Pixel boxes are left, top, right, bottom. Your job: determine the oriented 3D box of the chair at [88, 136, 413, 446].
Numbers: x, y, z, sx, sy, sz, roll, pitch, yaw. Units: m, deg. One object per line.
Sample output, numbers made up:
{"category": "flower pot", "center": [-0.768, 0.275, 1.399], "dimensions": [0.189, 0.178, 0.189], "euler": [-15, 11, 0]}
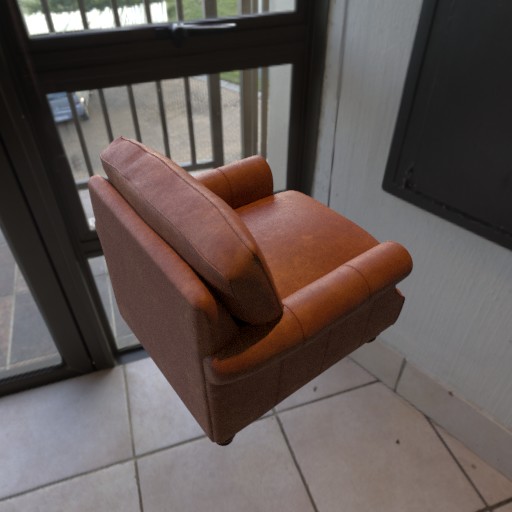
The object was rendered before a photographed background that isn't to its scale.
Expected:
{"category": "chair", "center": [0.000, 0.000, 1.779], "dimensions": [0.986, 0.962, 0.983], "euler": [-26, 47, -27]}
